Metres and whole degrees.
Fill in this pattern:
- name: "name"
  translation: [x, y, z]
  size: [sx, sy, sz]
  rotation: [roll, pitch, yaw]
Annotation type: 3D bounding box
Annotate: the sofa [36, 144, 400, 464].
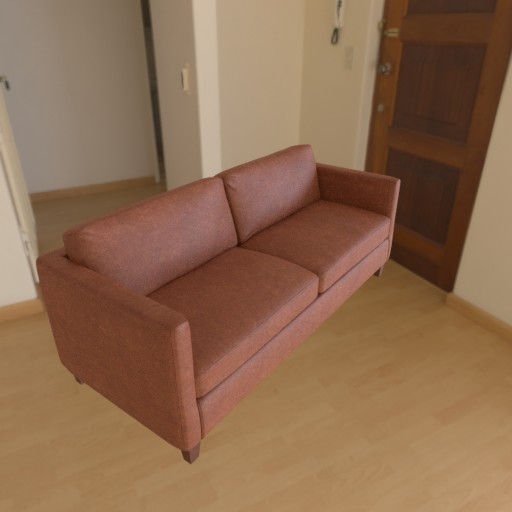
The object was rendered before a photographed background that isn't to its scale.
- name: "sofa"
  translation: [0.000, 0.000, 2.693]
  size: [0.950, 0.932, 2.204]
  rotation: [19, 33, 32]
